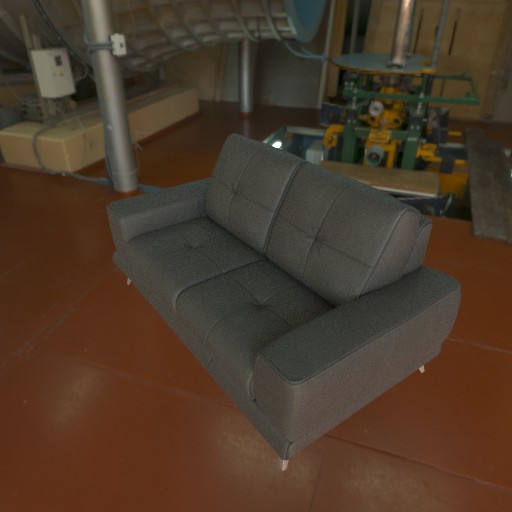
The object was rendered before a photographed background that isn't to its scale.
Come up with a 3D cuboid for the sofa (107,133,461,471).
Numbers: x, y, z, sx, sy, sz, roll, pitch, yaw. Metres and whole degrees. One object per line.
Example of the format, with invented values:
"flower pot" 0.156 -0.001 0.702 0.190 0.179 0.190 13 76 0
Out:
"sofa" 0.000 0.000 2.352 1.018 0.907 1.806 -21 37 -30
